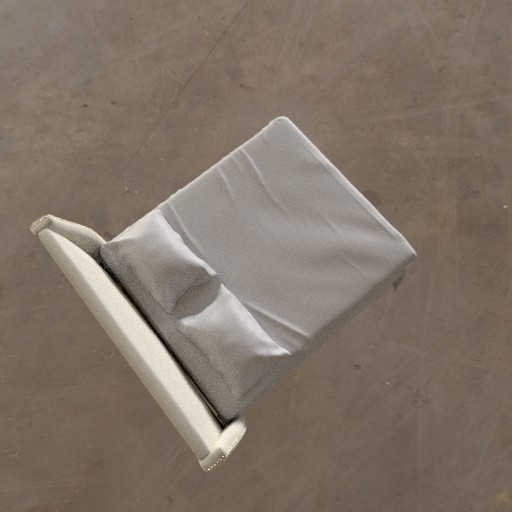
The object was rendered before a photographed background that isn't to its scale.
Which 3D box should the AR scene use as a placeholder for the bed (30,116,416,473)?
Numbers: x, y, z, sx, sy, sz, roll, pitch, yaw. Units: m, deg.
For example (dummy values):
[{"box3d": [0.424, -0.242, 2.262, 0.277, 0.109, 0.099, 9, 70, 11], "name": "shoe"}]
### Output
[{"box3d": [0.000, 0.000, 3.476, 2.276, 1.332, 1.925, -38, 78, -10], "name": "bed"}]
